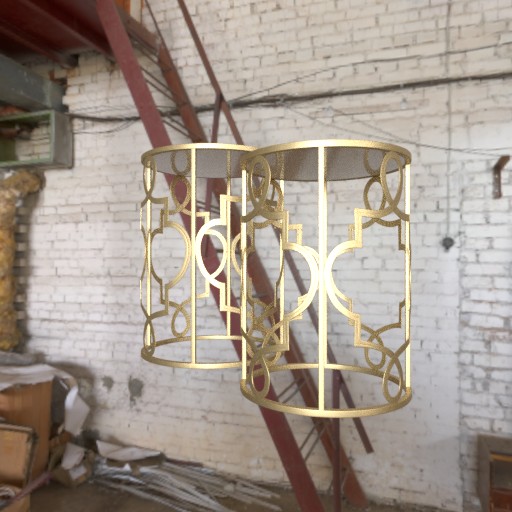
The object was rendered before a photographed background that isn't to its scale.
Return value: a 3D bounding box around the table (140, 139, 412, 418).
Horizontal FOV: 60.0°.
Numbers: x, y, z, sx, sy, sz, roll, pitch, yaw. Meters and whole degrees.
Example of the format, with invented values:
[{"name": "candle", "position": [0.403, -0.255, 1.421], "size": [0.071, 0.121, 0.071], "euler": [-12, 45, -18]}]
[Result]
[{"name": "table", "position": [0.000, 0.000, 1.144], "size": [0.420, 0.564, 0.846], "euler": [0, 0, -36]}]
